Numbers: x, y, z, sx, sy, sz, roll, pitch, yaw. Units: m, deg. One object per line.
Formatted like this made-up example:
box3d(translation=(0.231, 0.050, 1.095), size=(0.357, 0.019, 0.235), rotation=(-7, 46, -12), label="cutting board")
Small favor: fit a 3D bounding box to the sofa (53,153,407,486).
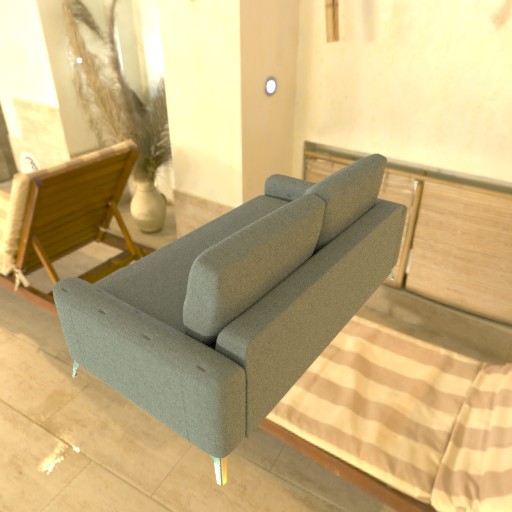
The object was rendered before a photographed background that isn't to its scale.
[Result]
box3d(translation=(0.000, 0.000, 2.149), size=(0.920, 0.790, 1.650), rotation=(20, 36, 31), label="sofa")
